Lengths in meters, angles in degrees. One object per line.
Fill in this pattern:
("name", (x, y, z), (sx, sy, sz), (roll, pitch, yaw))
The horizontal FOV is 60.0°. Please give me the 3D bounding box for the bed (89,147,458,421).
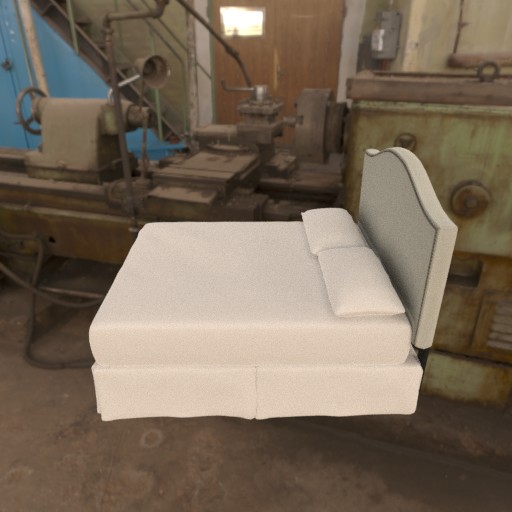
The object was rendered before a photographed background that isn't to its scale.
("bed", (0.000, 0.000, 3.397), (2.180, 1.607, 1.813), (0, 27, 0))
